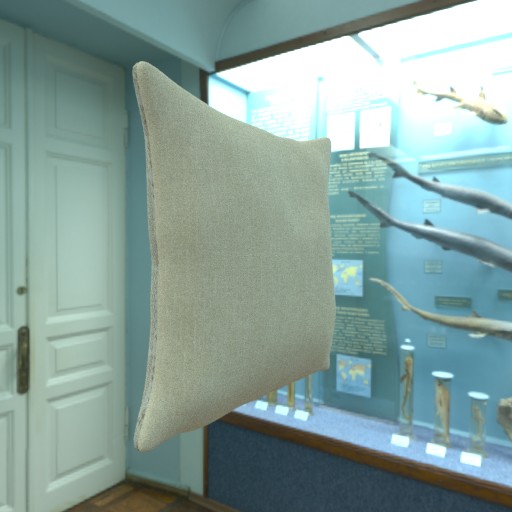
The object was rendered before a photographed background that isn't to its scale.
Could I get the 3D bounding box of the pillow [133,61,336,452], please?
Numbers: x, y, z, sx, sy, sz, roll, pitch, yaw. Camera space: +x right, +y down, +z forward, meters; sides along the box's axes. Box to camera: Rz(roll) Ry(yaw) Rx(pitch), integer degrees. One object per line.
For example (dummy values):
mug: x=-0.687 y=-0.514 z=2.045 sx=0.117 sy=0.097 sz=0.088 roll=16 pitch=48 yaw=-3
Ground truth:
pillow: x=0.000 y=0.000 z=0.659 sx=0.138 sy=0.432 sz=0.436 roll=1 pitch=1 yaw=37
